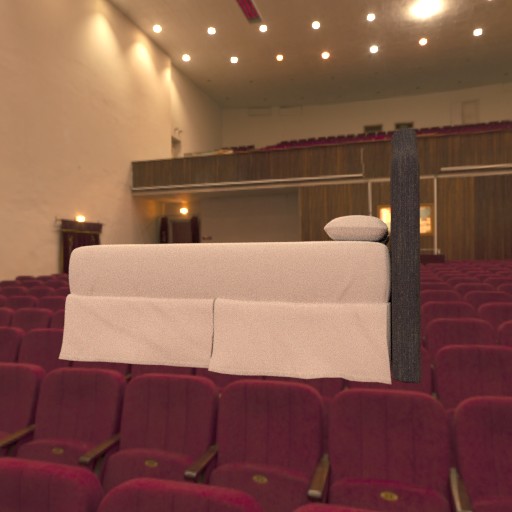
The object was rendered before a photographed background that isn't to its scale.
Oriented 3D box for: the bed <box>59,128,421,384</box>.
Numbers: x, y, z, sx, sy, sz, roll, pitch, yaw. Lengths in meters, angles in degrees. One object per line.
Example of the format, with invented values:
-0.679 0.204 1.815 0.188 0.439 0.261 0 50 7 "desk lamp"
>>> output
0.000 0.000 3.164 2.116 1.290 1.693 0 -1 17 "bed"
